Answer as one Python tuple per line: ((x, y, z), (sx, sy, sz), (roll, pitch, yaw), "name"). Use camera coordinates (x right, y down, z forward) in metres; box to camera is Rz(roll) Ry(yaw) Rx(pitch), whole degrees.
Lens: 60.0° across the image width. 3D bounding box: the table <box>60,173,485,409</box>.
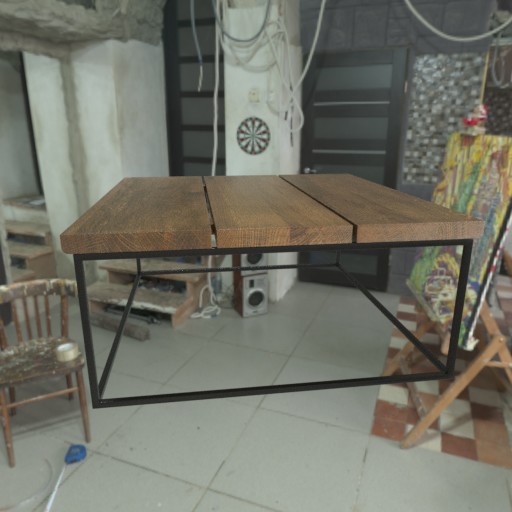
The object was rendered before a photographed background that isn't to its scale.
((0.000, 0.000, 1.408), (0.900, 0.400, 0.900), (-2, 17, -8), "table")
